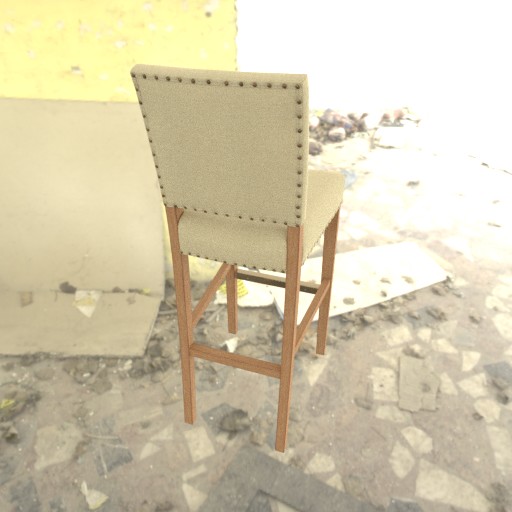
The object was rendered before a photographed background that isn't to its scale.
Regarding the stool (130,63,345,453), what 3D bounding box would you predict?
[{"bbox_3d":[0.000,0.000,1.363,0.428,1.143,0.546,10,33,16],"label":"stool"}]
